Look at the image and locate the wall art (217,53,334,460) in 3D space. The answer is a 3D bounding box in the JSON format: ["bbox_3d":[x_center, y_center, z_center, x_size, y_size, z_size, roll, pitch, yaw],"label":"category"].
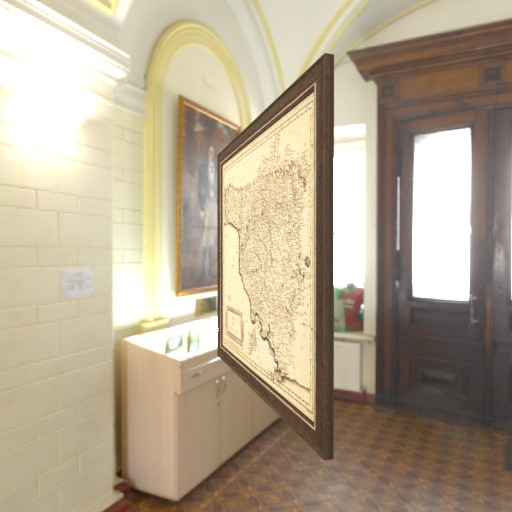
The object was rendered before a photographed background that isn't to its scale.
[{"bbox_3d":[0.000,0.000,1.447,0.023,0.875,1.033,0,0,-18],"label":"wall art"}]
